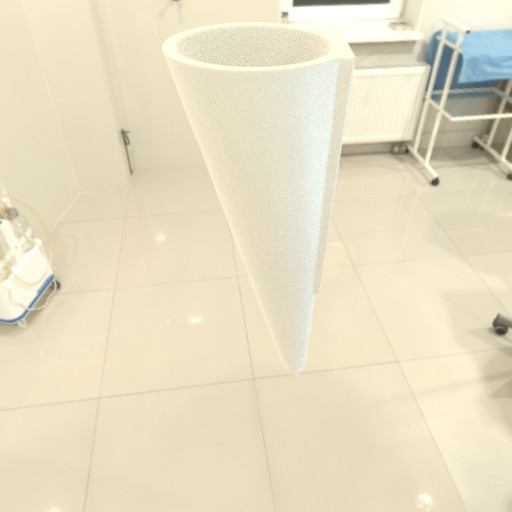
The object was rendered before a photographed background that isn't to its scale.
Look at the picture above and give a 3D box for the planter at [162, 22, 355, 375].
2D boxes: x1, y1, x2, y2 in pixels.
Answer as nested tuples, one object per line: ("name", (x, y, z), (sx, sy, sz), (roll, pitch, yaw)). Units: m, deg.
("planter", (0.000, 0.000, 0.215), (0.064, 0.193, 0.057), (-1, 41, -1))
